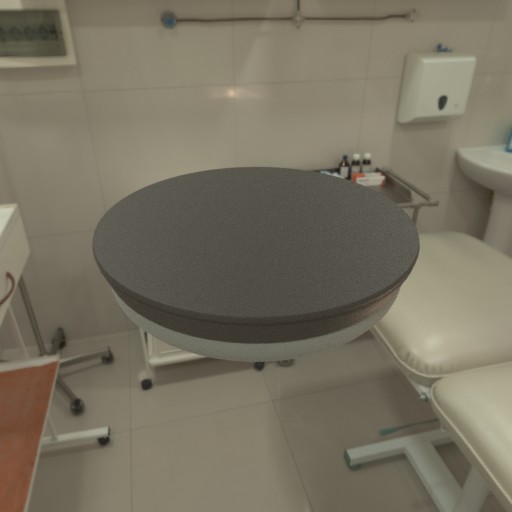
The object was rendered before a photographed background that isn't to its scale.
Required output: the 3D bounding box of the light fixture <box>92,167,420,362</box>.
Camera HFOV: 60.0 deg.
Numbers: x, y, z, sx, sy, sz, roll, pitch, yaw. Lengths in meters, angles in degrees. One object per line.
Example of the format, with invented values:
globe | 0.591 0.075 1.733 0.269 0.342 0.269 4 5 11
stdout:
light fixture | 0.000 0.000 0.546 0.368 0.100 0.368 0 31 0
